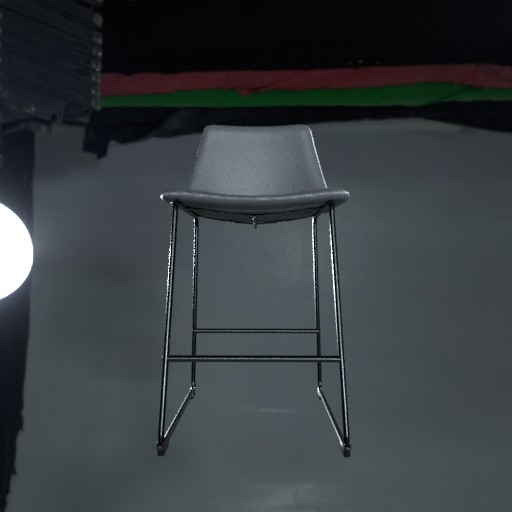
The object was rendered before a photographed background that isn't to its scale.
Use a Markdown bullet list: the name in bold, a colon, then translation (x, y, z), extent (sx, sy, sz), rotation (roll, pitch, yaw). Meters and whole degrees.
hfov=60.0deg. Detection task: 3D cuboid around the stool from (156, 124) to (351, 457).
- **stool**: translation (0.000, 0.000, 1.224), extent (0.470, 0.876, 0.546), rotation (0, -1, 1)
